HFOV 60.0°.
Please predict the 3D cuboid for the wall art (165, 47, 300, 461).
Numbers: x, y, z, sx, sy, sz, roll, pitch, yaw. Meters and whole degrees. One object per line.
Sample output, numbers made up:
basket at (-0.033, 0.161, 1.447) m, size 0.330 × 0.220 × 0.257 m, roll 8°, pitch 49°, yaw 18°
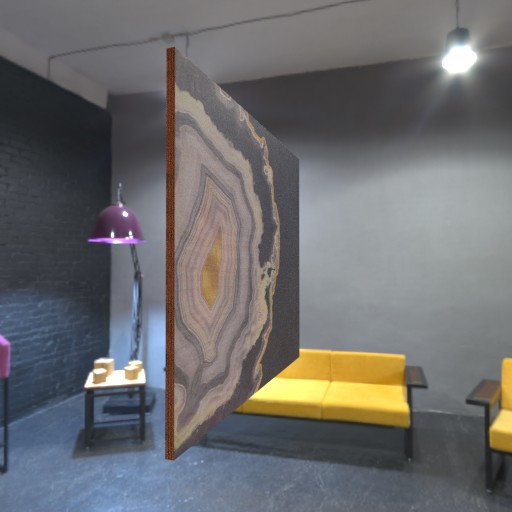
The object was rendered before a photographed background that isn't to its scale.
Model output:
wall art at (0.000, 0.000, 0.677) m, size 0.010 × 0.408 × 0.508 m, roll 0°, pitch -1°, yaw 20°
